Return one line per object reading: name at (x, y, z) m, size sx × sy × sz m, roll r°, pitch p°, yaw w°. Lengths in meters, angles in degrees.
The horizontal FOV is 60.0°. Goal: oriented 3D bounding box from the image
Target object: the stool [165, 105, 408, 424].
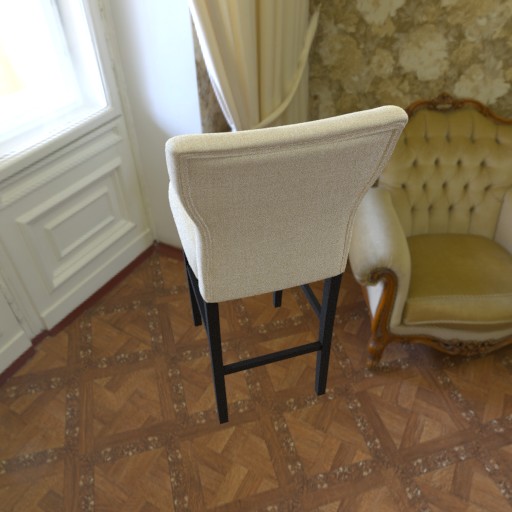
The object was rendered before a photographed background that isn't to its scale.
stool at (0.000, 0.000, 1.432) m, size 0.516 × 1.124 × 0.603 m, roll -12°, pitch 42°, yaw -13°
